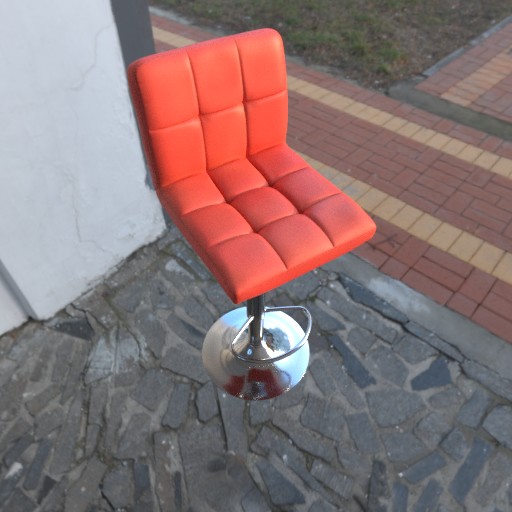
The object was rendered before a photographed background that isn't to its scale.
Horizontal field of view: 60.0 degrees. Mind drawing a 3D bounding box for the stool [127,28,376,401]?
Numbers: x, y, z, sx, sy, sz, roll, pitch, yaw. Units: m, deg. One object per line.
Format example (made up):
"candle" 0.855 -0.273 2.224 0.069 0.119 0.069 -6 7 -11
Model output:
"stool" 0.000 0.000 1.351 0.430 1.115 0.505 -24 52 -21
